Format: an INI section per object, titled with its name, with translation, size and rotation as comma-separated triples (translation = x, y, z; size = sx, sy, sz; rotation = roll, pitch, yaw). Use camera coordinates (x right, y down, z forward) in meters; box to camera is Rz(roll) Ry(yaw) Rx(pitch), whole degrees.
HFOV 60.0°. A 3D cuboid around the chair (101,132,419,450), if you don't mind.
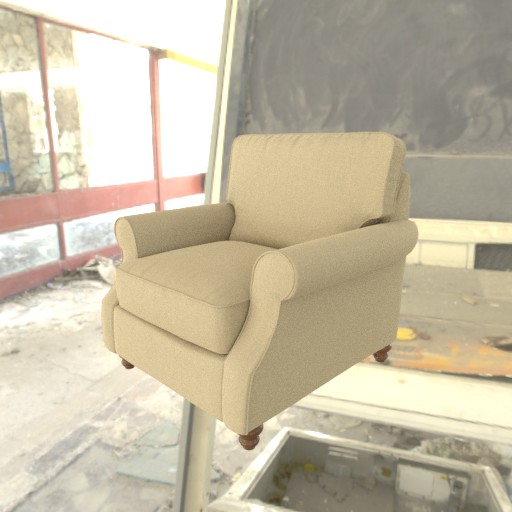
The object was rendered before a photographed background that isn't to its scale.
[chair]
translation = 0.000, 0.000, 1.794
size = 1.029, 0.967, 0.966
rotation = 14, 20, 43
